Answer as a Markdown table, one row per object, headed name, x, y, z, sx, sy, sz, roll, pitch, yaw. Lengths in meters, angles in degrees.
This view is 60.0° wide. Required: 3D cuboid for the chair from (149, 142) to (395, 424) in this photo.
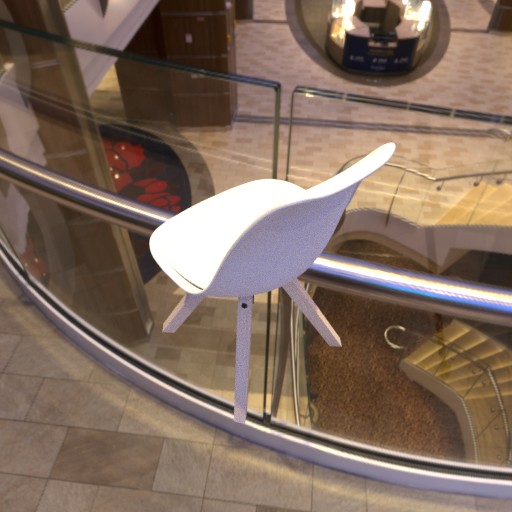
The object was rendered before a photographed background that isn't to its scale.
| name | x | y | z | sx | sy | sz | roll | pitch | yaw |
| --- | --- | --- | --- | --- | --- | --- | --- | --- | --- |
| chair | 0.000 | 0.000 | 1.200 | 0.485 | 0.850 | 0.550 | -31 | 54 | -26 |
